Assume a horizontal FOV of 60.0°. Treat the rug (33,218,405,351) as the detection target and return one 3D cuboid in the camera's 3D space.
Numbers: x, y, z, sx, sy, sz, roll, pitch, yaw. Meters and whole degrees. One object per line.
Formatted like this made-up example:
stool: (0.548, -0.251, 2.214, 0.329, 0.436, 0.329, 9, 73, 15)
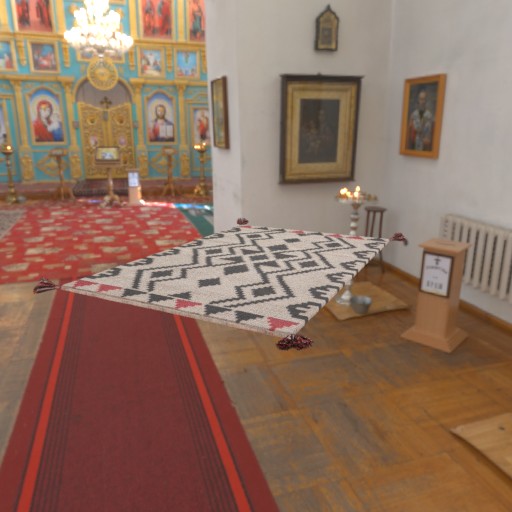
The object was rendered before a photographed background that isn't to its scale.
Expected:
rug: (0.000, 0.000, 2.677, 1.444, 0.067, 2.069, 7, 16, 26)
